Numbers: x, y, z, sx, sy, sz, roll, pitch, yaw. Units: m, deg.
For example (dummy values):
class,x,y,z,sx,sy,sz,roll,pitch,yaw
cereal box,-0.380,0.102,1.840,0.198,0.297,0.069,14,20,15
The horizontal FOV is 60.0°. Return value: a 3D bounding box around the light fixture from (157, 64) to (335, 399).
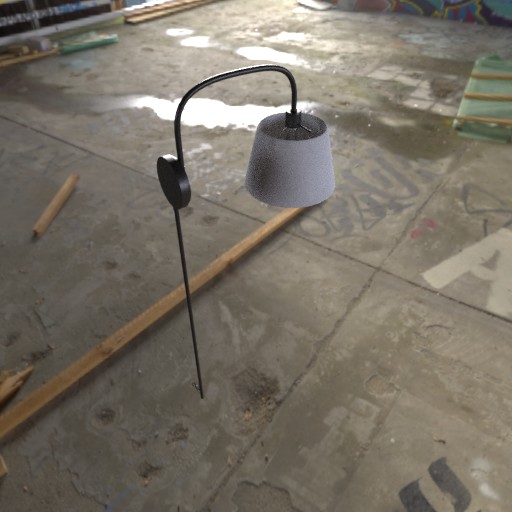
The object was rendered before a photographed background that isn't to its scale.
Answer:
class,x,y,z,sx,sy,sz,roll,pitch,yaw
light fixture,0.000,0.000,0.484,0.176,0.399,0.092,-24,46,-26
